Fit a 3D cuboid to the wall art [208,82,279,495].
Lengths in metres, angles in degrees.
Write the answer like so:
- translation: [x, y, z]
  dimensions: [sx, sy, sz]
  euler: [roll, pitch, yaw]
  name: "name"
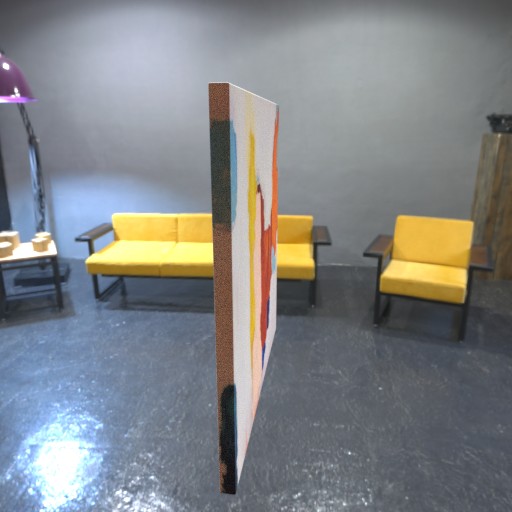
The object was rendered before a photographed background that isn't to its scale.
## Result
- translation: [0.000, 0.000, 1.509]
  dimensions: [0.044, 1.017, 1.017]
  euler: [2, 17, 8]
  name: "wall art"
